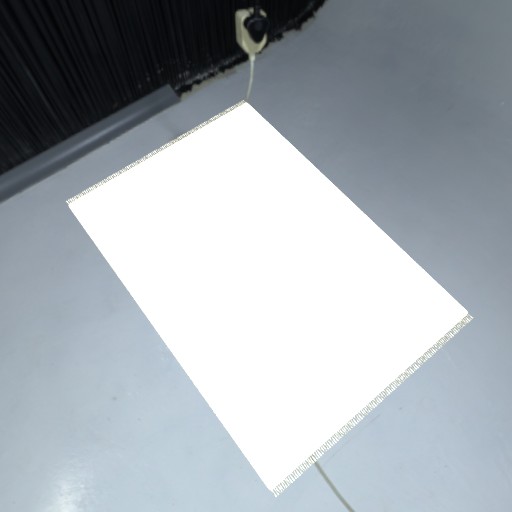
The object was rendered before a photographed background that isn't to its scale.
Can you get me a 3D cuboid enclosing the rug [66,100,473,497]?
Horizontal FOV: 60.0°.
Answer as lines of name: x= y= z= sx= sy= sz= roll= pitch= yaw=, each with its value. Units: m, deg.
rug: x=0.000 y=0.000 z=2.804 sx=1.514 sy=0.011 sz=2.233 roll=-35 pitch=68 yaw=-16
